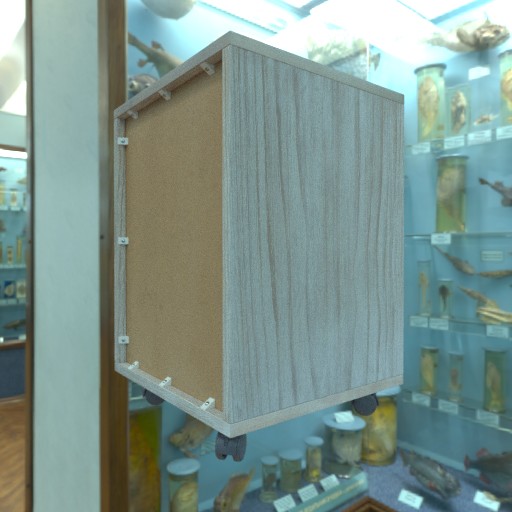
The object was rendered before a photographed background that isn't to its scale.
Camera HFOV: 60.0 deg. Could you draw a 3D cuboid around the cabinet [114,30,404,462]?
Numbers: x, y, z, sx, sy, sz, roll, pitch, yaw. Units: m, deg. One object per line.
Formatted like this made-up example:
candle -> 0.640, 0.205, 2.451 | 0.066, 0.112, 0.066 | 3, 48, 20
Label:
cabinet -> 0.000, 0.000, 0.848 | 0.401, 0.579, 0.409 | -1, 1, -38
